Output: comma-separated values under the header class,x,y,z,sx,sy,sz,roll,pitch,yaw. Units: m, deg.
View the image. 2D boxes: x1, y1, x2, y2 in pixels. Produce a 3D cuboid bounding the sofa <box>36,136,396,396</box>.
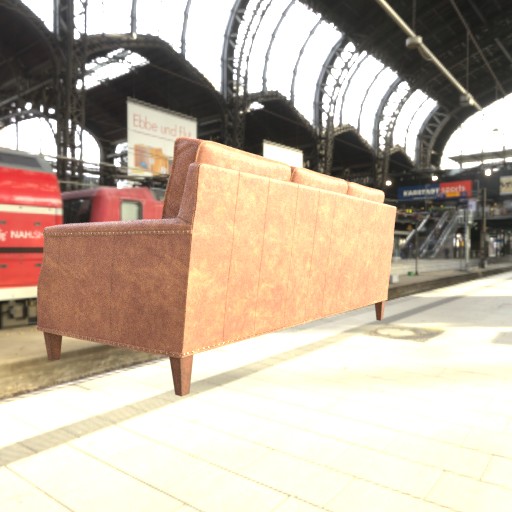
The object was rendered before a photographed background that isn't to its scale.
class,x,y,z,sx,sy,sz,roll,pitch,yaw
sofa,0.000,0.000,2.761,1.084,1.003,2.246,1,1,36
